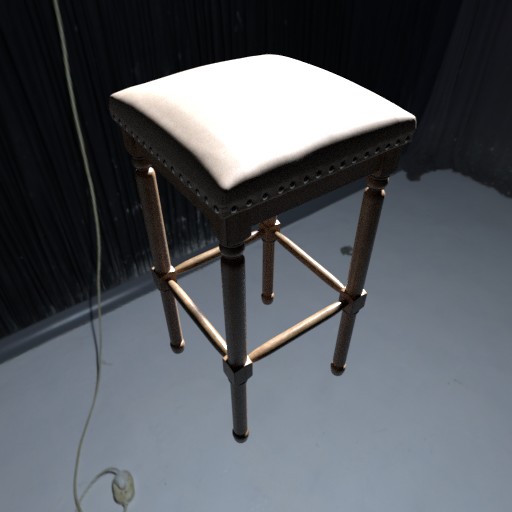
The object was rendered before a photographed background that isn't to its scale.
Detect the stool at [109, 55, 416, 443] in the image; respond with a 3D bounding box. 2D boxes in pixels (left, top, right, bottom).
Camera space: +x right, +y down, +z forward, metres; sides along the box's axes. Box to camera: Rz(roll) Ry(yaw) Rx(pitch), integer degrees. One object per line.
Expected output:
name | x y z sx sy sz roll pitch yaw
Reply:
stool | 0.000 0.000 0.971 0.382 0.768 0.383 -25 48 -26
